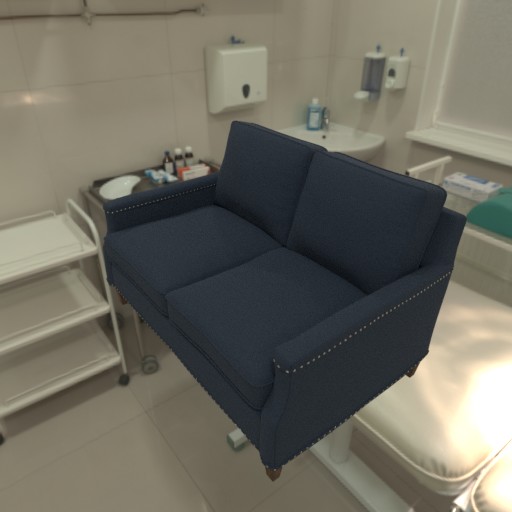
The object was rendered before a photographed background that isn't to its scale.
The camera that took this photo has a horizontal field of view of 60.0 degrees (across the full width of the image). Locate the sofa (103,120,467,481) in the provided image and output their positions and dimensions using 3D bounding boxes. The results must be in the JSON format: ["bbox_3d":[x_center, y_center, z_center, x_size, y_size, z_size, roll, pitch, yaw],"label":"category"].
[{"bbox_3d":[0.000,0.000,2.244,1.084,1.003,1.597,-22,37,-32],"label":"sofa"}]
